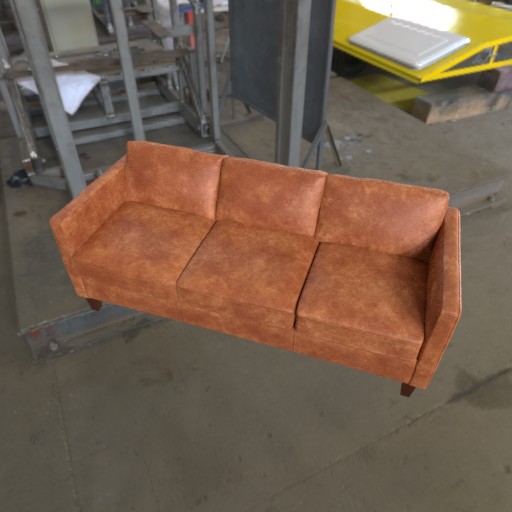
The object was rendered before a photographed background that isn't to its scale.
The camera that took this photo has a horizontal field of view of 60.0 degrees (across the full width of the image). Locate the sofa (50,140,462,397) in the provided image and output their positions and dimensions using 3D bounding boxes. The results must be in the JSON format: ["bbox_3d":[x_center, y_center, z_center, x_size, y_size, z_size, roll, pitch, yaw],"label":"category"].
[{"bbox_3d":[0.000,0.000,2.995,2.464,1.006,1.045,12,42,14],"label":"sofa"}]
